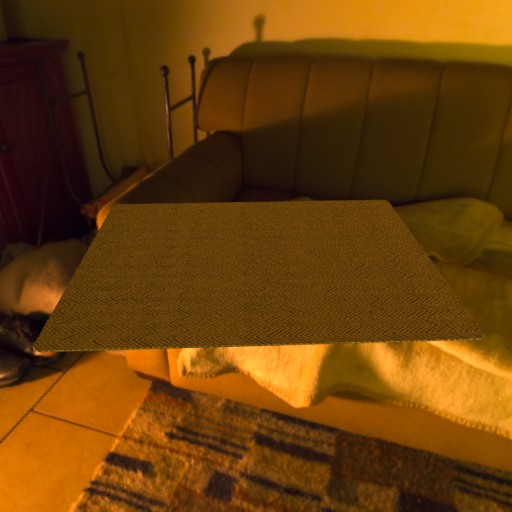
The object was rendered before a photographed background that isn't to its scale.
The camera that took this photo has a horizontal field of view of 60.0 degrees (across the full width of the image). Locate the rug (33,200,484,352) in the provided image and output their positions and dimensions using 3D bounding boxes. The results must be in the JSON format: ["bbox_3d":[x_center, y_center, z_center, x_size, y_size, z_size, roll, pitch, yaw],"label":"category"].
[{"bbox_3d":[0.000,0.000,4.147,3.207,0.014,2.439,-1,31,-2],"label":"rug"}]
